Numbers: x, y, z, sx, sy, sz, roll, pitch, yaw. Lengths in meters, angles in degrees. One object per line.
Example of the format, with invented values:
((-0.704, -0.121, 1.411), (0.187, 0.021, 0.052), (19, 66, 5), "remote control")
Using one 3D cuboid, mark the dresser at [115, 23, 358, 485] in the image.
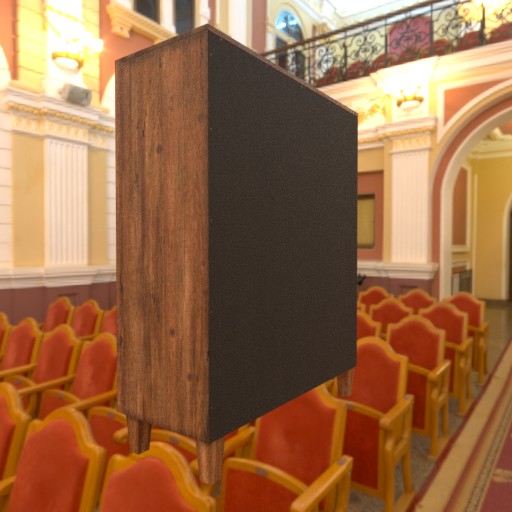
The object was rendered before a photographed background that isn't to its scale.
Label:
((0.000, 0.000, 1.845), (0.438, 1.359, 1.067), (1, 2, 36), "dresser")
